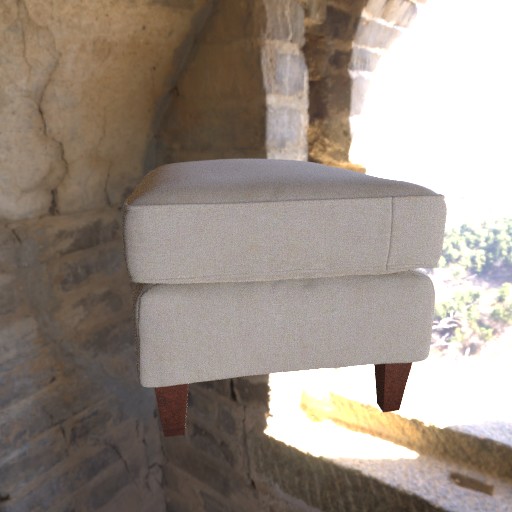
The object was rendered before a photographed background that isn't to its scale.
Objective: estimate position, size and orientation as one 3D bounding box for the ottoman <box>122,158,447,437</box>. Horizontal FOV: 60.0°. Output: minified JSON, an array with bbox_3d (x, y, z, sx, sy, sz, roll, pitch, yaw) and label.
[{"bbox_3d":[0.000,0.000,1.183,0.583,0.484,0.862,-3,16,-9],"label":"ottoman"}]
